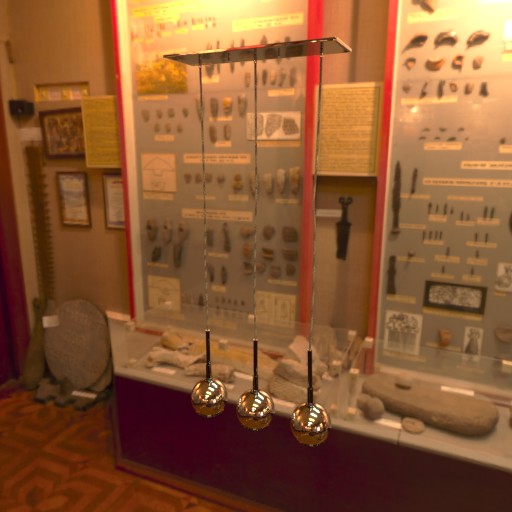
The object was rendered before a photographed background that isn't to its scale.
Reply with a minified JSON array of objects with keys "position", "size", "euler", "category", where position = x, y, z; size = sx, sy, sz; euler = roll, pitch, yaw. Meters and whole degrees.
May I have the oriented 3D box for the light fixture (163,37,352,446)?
[{"position":[0.000,0.000,1.654],"size":[0.623,1.408,0.188],"euler":[6,15,24],"category":"light fixture"}]
